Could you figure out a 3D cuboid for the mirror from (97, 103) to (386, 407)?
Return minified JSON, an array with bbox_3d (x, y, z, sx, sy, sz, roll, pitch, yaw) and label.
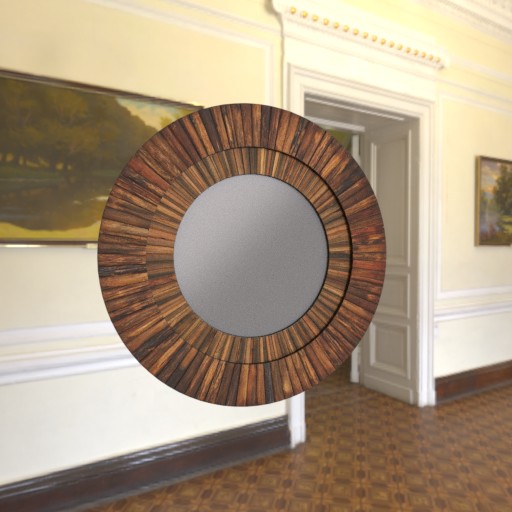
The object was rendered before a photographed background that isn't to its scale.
[{"bbox_3d":[0.000,0.000,1.598,1.077,1.077,0.036,0,1,-19],"label":"mirror"}]
